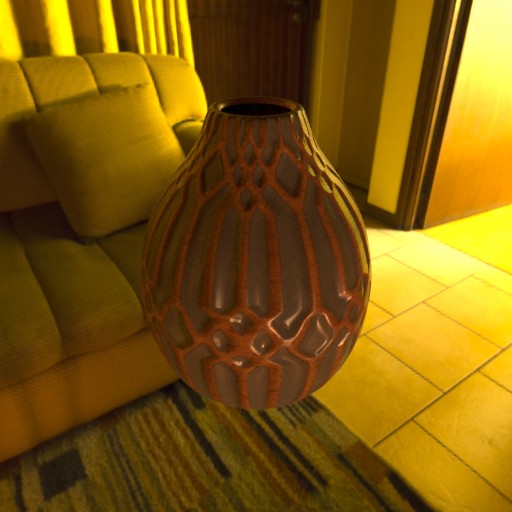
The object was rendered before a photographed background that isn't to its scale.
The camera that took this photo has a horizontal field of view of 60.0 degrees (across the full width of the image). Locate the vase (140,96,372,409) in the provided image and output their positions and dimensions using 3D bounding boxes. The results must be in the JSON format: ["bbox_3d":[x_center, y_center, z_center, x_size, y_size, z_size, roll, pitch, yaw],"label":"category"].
[{"bbox_3d":[0.000,0.000,0.133,0.069,0.088,0.069,0,31,0],"label":"vase"}]
